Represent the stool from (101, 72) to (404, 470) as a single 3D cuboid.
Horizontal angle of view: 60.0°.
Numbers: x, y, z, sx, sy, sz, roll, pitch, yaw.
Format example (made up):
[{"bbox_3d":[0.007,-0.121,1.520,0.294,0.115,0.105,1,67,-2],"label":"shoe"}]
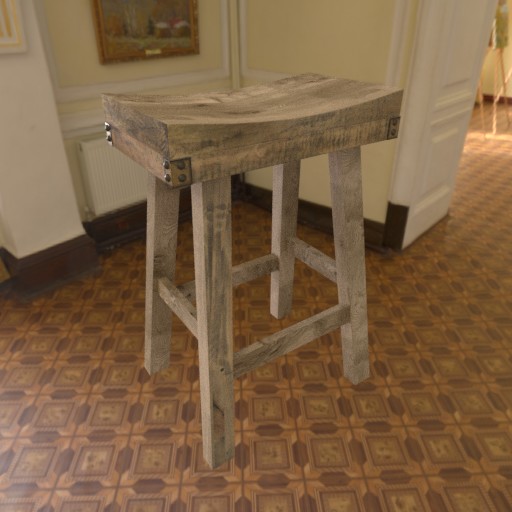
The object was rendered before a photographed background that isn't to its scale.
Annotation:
[{"bbox_3d":[0.000,0.000,0.897,0.450,0.635,0.330,-19,35,-29],"label":"stool"}]
